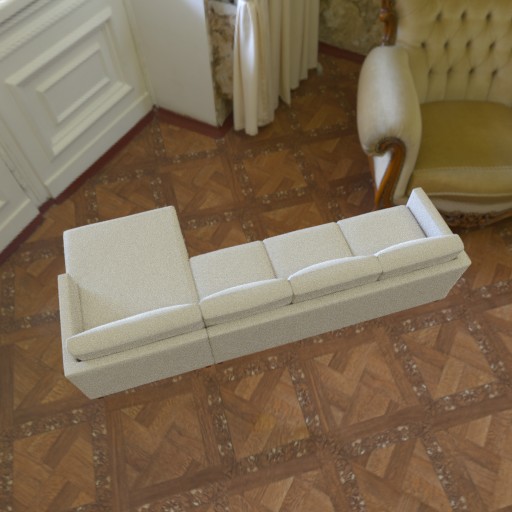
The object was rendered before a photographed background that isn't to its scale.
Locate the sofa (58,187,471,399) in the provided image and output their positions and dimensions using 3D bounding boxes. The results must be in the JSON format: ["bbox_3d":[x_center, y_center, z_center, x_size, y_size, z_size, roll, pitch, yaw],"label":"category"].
[{"bbox_3d":[0.000,0.000,4.190,3.471,0.954,1.599,-14,58,-9],"label":"sofa"}]
